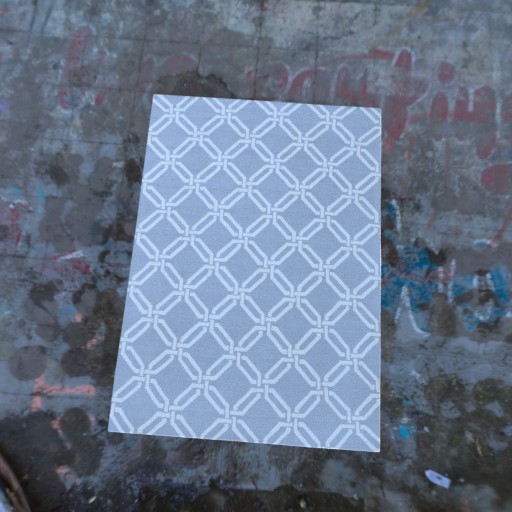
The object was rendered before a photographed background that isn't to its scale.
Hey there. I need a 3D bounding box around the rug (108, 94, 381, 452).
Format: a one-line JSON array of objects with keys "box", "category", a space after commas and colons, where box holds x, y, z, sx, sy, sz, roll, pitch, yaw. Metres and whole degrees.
[{"box": [0.000, 0.000, 2.710, 1.522, 0.013, 2.133, 4, 77, 1], "category": "rug"}]
